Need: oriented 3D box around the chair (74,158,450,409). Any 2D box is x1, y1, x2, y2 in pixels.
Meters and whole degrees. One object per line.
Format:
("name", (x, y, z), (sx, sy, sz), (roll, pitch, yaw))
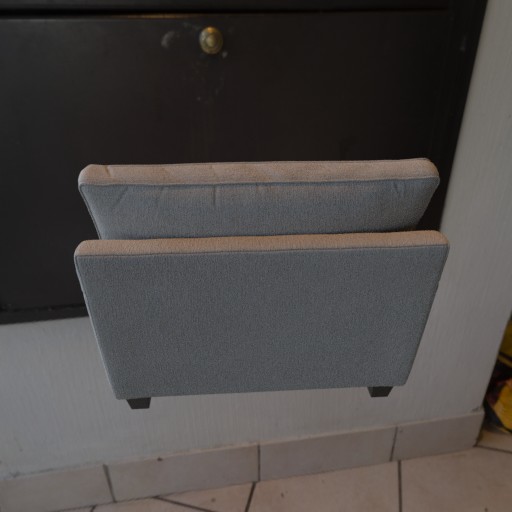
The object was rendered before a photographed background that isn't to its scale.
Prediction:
("chair", (0.000, 0.000, 1.966), (1.220, 1.016, 1.041), (-2, 28, -3))
